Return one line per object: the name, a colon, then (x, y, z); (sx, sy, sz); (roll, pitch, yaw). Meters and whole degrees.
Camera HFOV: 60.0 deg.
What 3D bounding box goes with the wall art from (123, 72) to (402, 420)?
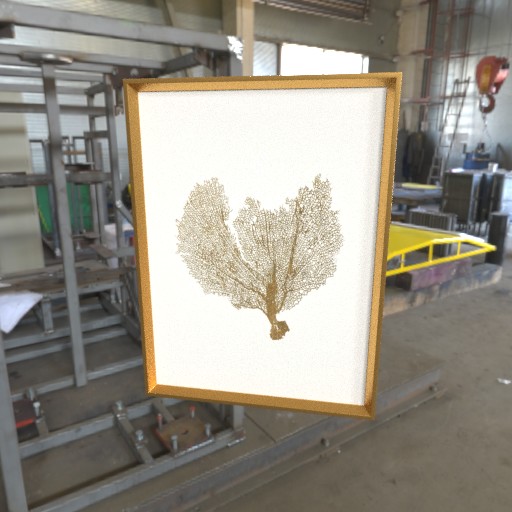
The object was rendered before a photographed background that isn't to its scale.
wall art: (0.000, 0.000, 1.075); (0.610, 0.812, 0.038); (3, 15, 10)
